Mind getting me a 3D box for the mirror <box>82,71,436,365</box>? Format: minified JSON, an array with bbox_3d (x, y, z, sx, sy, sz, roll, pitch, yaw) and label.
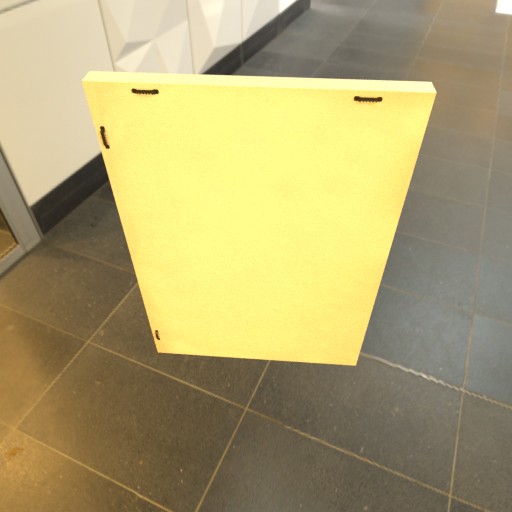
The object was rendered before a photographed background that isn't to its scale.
[{"bbox_3d":[0.000,0.000,0.892,0.507,0.710,0.040,3,45,3],"label":"mirror"}]
